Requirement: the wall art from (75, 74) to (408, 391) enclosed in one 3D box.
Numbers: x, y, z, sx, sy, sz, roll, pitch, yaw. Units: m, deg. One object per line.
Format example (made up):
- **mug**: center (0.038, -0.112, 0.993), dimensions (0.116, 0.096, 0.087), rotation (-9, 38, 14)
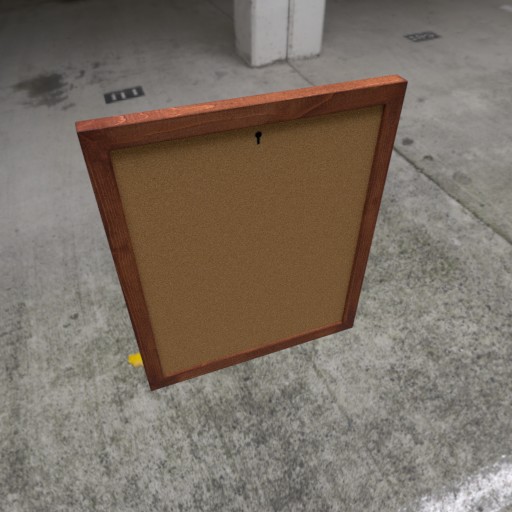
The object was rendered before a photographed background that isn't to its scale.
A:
- **wall art**: center (0.000, 0.000, 0.776), dimensions (0.462, 0.558, 0.030), rotation (-14, 43, -15)
